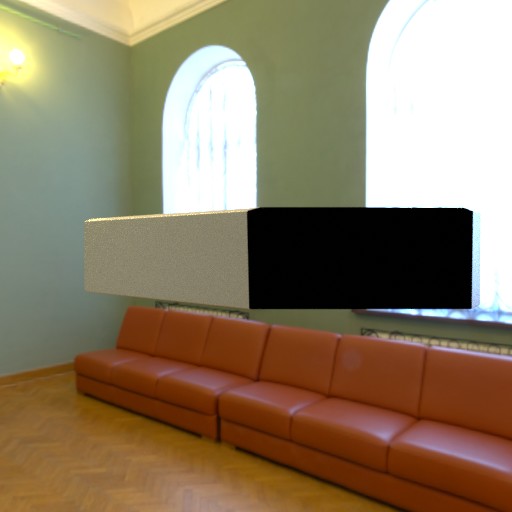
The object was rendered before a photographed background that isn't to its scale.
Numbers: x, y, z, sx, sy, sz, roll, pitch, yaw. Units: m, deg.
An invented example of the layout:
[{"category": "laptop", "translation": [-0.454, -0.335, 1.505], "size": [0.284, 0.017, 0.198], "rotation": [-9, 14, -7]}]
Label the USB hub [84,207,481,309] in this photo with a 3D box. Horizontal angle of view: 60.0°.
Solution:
[{"category": "USB hub", "translation": [0.000, 0.000, 0.126], "size": [0.110, 0.023, 0.044], "rotation": [1, 1, 37]}]
